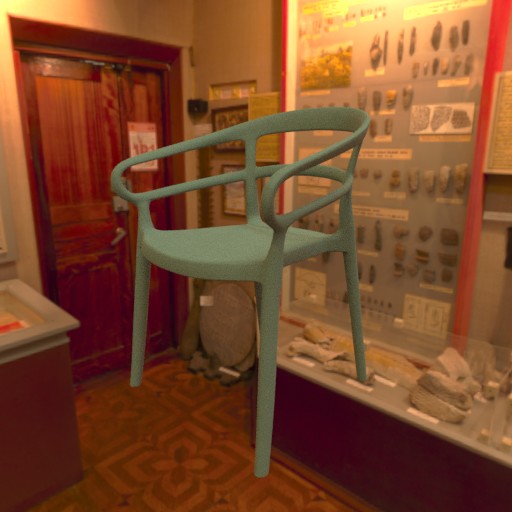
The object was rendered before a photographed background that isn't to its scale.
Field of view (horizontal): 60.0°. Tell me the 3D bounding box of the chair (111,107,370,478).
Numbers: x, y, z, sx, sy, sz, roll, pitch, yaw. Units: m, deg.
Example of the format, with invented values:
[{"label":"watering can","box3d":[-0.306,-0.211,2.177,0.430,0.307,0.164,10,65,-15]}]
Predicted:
[{"label":"chair","box3d":[0.000,0.000,1.155,0.559,0.761,0.527,14,20,43]}]
